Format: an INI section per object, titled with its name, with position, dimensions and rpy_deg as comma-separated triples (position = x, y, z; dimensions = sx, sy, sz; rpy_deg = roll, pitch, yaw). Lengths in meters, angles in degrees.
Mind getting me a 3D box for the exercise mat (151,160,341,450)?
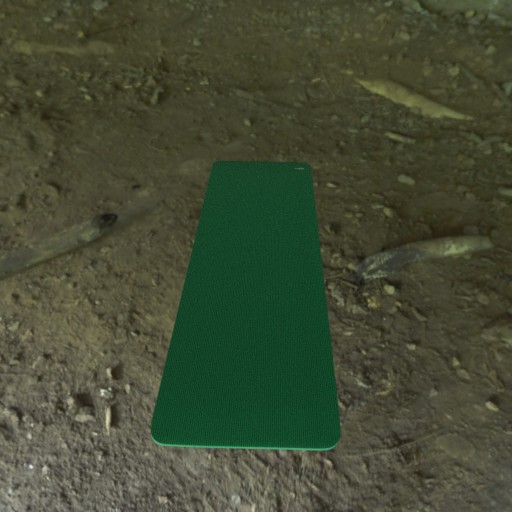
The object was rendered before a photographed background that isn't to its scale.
[exercise mat]
position = 0.000, 0.000, 2.101
dimensions = 0.616, 0.021, 1.869
rpy_deg = 1, 40, 2
